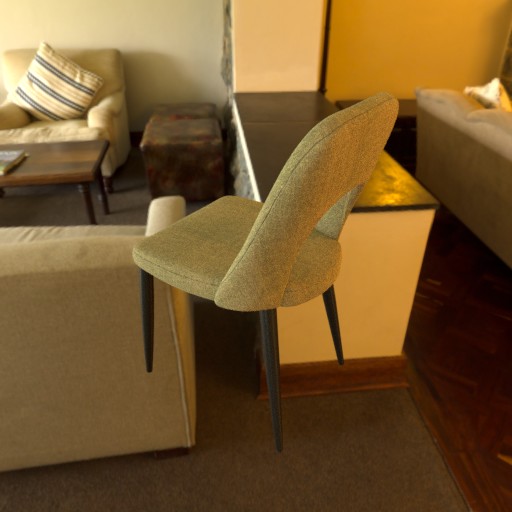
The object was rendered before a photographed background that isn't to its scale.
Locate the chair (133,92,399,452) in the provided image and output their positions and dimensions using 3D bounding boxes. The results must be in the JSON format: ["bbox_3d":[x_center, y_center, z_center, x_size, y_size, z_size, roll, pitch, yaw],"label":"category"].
[{"bbox_3d":[0.000,0.000,1.270,0.612,0.931,0.470,20,37,29],"label":"chair"}]
